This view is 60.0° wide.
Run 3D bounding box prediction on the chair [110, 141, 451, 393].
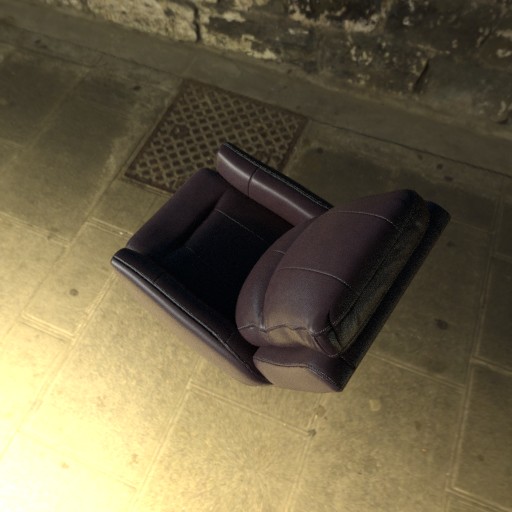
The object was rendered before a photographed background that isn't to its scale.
[{"bbox_3d":[0.000,0.000,1.801,1.080,1.030,0.829,34,69,15],"label":"chair"}]
